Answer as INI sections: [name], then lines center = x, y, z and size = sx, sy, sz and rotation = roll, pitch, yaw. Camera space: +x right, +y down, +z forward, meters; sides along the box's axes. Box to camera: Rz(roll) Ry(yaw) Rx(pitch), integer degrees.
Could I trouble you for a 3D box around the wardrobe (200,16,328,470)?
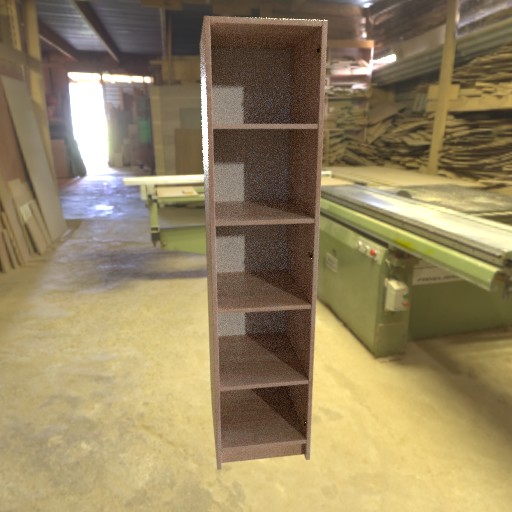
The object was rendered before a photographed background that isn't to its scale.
[wardrobe]
center = 0.000, 0.000, 2.318
size = 0.496, 2.117, 0.588
rotation = -2, 16, -8
